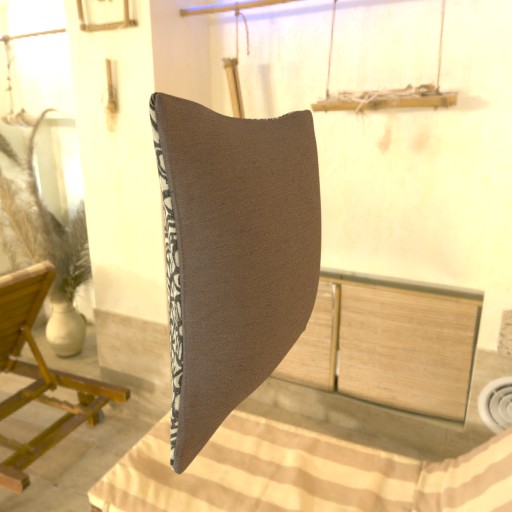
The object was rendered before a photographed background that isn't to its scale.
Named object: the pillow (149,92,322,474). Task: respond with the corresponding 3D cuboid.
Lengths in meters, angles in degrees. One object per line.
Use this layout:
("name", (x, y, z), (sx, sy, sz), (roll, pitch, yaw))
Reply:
("pillow", (0.000, 0.000, 0.638), (0.148, 0.417, 0.436), (8, 18, 25))
